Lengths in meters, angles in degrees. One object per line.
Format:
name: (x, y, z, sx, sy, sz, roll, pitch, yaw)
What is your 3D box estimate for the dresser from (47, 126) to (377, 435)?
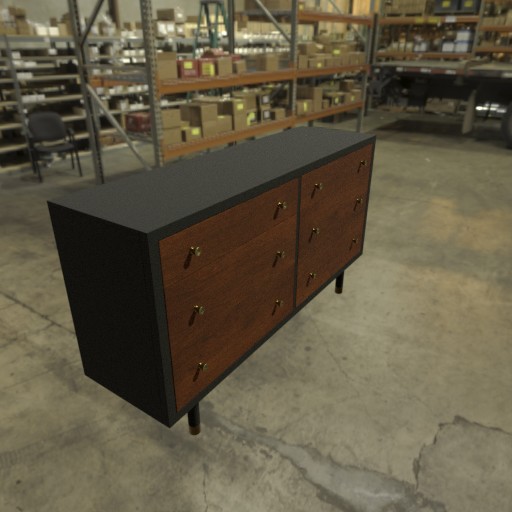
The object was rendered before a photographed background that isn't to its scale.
dresser: (0.000, 0.000, 1.991, 0.463, 0.872, 1.558, 17, 31, 31)
